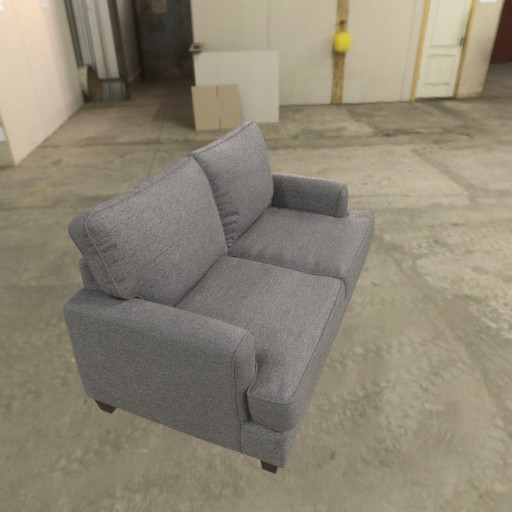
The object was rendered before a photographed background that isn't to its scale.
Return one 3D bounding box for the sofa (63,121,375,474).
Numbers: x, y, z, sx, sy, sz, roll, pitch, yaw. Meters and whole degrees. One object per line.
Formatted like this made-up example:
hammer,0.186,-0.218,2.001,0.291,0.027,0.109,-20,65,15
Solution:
sofa,0.000,0.000,2.217,0.965,0.965,1.651,12,33,19
